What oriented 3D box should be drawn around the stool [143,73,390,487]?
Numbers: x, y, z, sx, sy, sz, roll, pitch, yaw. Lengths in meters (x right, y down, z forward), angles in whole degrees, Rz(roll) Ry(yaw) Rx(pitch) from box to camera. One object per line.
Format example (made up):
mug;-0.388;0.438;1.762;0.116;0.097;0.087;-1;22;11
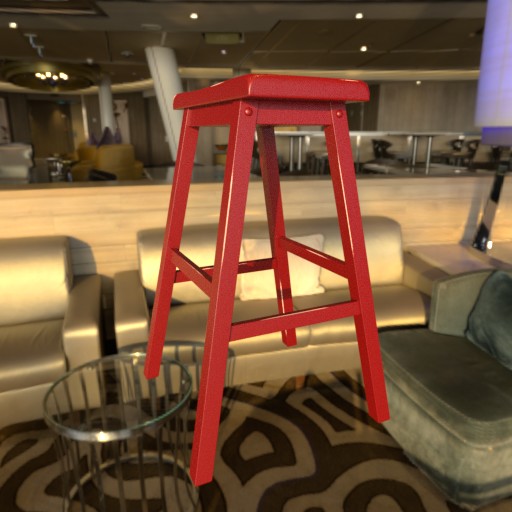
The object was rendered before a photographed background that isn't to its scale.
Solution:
stool;0.000;0.000;1.037;0.476;0.737;0.457;-7;17;-25
